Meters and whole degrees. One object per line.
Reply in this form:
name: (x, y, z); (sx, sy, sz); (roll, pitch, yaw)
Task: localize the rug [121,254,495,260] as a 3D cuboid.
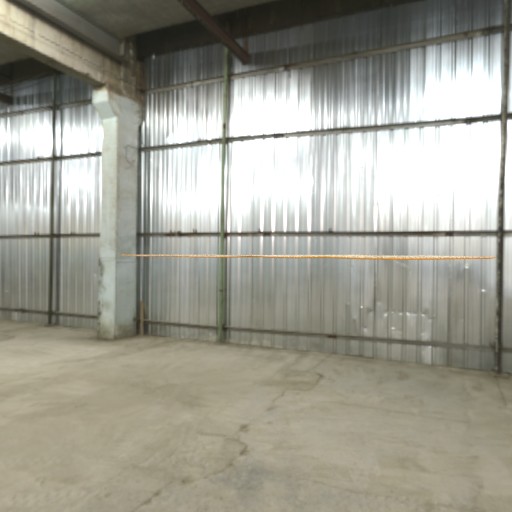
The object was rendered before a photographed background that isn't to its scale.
rug: (0.000, 0.000, 2.502); (0.704, 0.014, 2.294); (0, 0, -38)
